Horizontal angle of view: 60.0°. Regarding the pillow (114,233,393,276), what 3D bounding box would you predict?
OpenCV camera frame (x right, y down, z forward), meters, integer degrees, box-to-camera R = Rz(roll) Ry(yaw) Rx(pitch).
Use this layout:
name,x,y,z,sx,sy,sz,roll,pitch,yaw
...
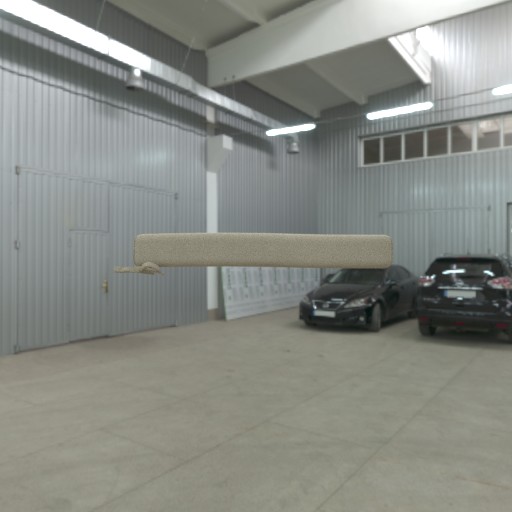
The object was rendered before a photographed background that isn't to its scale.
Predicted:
name,x,y,z,sx,sy,sz,roll,pitch,yaw
pillow,0.000,0.000,1.334,0.492,0.081,1.187,0,0,0
